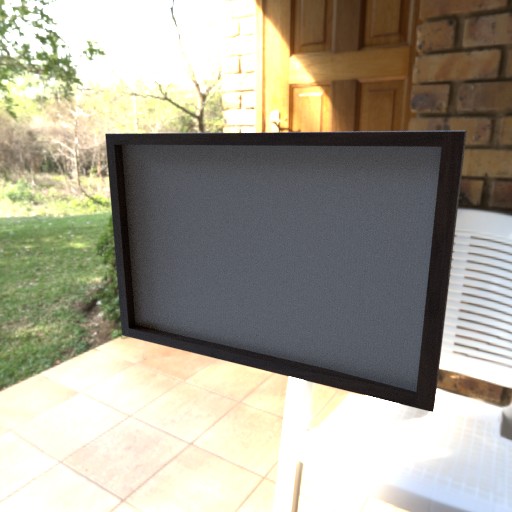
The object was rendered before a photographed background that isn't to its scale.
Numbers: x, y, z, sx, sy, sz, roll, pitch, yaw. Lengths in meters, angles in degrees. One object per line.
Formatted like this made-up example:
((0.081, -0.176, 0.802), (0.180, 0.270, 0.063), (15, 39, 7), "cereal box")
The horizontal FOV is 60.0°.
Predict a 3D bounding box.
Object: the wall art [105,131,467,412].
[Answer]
((0.000, 0.000, 1.136), (0.914, 0.610, 0.050), (7, 16, 25), "wall art")
